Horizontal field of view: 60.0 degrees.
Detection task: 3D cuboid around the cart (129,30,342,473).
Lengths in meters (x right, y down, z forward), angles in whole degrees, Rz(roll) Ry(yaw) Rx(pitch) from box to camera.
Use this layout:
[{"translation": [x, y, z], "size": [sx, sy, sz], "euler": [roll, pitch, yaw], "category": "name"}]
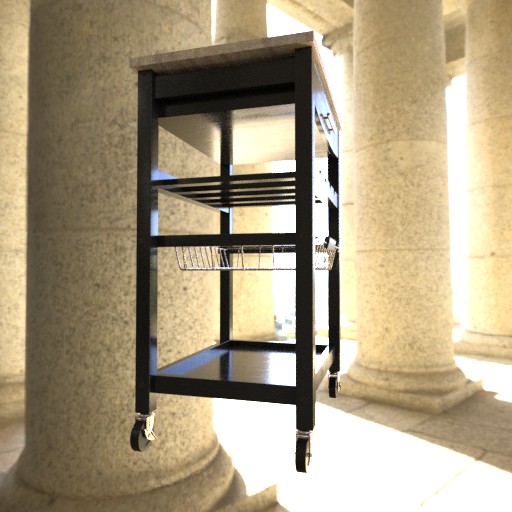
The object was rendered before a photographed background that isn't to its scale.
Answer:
[{"translation": [0.000, 0.000, 1.154], "size": [0.403, 0.839, 0.584], "euler": [0, -2, 16], "category": "cart"}]
